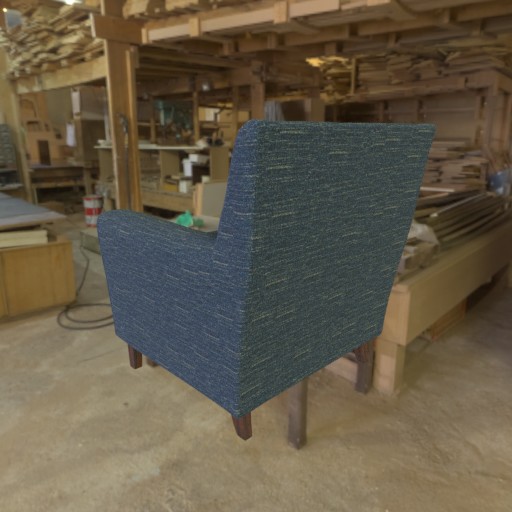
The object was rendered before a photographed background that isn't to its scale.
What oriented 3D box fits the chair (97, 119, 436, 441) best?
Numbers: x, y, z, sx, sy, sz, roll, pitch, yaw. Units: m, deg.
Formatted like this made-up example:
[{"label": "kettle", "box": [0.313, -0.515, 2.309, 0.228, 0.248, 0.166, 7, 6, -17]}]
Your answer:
[{"label": "chair", "box": [0.000, 0.000, 1.620, 0.864, 0.928, 0.873, -15, 22, -43]}]
